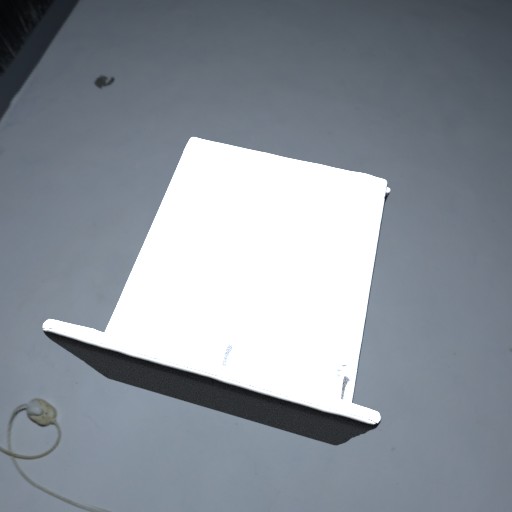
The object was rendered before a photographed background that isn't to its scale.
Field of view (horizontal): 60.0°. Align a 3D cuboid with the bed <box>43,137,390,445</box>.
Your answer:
[{"bbox_3d":[0.000,0.000,3.676,2.078,1.427,2.387,14,65,7],"label":"bed"}]
